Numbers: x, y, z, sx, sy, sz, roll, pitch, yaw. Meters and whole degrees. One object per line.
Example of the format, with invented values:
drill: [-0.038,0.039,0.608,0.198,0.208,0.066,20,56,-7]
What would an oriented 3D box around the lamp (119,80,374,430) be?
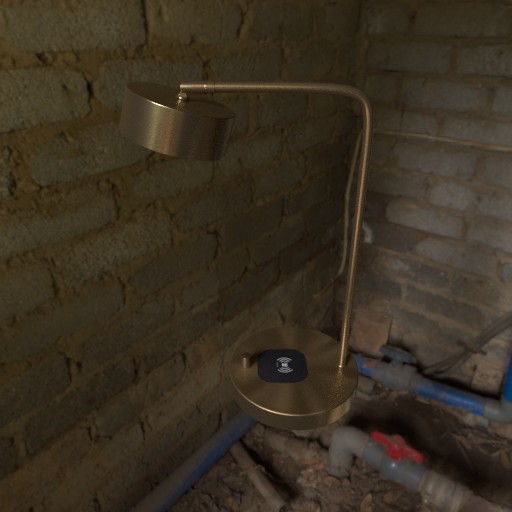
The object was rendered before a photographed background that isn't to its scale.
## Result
lamp: [0.000,0.000,0.513,0.270,0.380,0.171,0,28,0]
